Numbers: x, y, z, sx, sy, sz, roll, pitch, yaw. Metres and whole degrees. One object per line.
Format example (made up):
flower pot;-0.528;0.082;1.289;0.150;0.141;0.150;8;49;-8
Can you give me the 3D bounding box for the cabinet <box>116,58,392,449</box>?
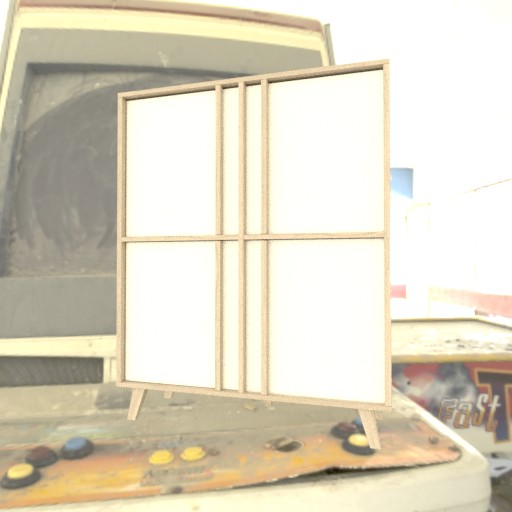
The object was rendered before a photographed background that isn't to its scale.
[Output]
cabinet;0.000;0.000;1.906;1.111;1.388;0.398;0;-1;17
